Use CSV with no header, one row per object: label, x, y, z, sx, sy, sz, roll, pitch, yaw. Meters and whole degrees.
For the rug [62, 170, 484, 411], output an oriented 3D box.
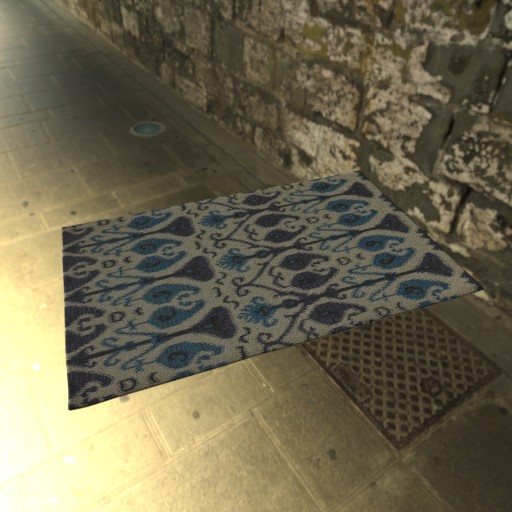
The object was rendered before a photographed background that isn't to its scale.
rug,0.000,0.000,2.057,1.698,0.013,1.072,-13,42,-15
